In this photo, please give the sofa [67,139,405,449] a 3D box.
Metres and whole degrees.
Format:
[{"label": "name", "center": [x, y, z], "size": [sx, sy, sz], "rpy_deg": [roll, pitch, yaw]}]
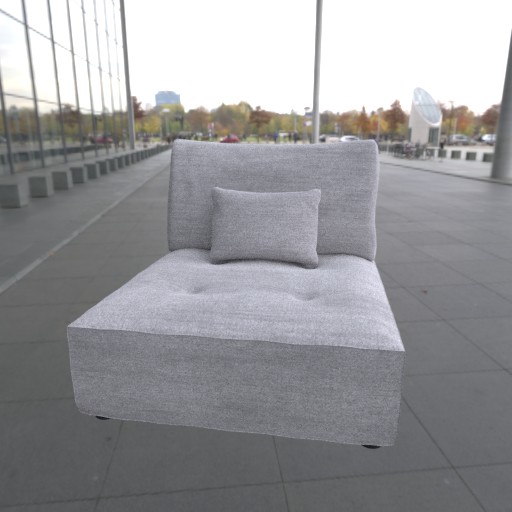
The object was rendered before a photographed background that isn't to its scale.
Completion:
[{"label": "sofa", "center": [0.000, 0.000, 1.629], "size": [0.930, 0.820, 1.000], "rpy_deg": [2, 16, 9]}]
